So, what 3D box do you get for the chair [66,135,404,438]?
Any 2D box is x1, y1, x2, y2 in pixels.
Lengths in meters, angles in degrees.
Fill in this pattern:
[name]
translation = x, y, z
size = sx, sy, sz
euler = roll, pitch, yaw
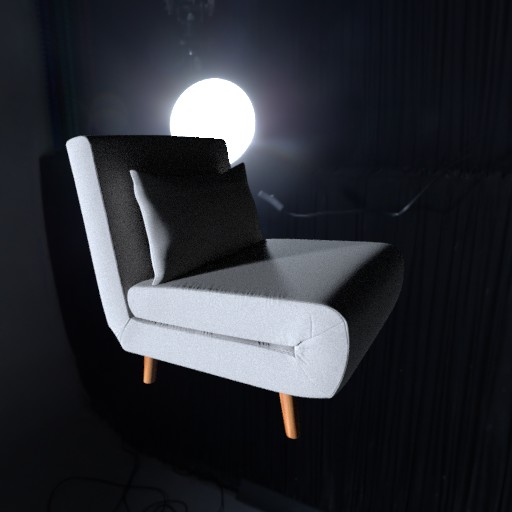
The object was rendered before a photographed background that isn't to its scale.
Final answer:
[chair]
translation = 0.000, 0.000, 1.525
size = 0.902, 0.808, 0.770
euler = 7, 16, 27
